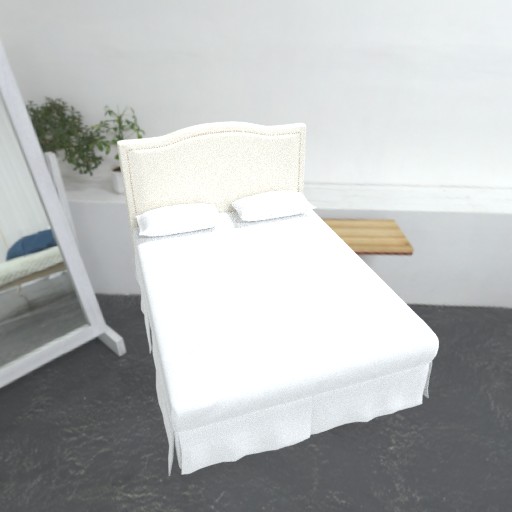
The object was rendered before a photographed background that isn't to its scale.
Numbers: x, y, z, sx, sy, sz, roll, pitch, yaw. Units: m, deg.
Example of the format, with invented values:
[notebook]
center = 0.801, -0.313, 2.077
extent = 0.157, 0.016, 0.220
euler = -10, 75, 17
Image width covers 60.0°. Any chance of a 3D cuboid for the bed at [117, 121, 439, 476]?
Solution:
[bed]
center = 0.000, 0.000, 3.364
extent = 1.821, 1.436, 2.282
euler = -10, 34, -16
